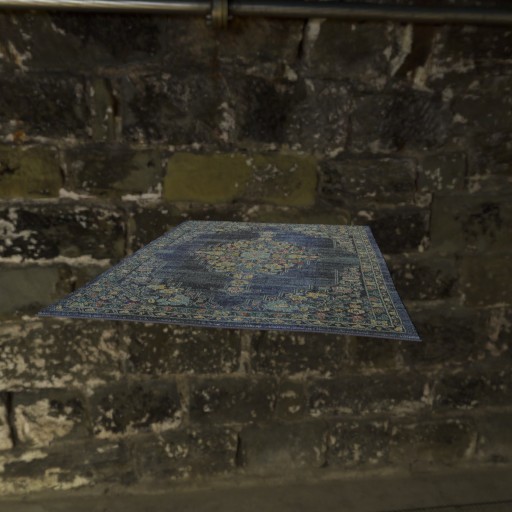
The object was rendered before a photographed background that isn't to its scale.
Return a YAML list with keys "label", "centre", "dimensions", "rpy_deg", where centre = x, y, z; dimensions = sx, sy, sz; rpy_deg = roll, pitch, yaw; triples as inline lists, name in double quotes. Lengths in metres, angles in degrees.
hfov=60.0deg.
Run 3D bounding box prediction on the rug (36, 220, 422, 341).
- label: "rug"
  centre: [0.000, 0.000, 4.759]
  dimensions: [2.716, 0.035, 3.612]
  rpy_deg: [2, 16, 8]
